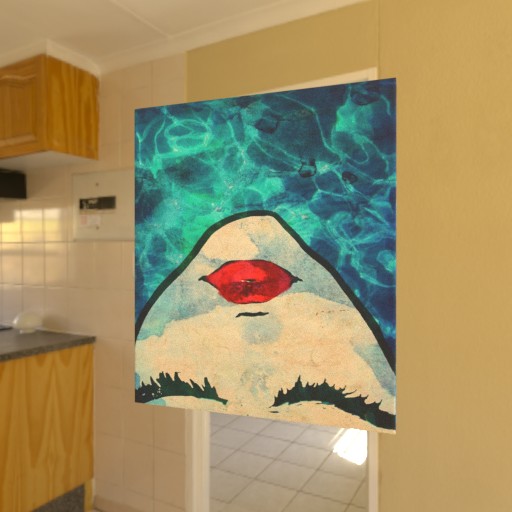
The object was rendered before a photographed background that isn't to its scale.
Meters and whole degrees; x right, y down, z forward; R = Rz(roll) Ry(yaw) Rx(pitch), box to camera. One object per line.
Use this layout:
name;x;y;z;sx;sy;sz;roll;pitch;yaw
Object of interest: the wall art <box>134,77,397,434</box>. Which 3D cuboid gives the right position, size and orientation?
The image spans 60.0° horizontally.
wall art;0.000;0.000;0.716;0.432;0.508;0.038;0;0;19
